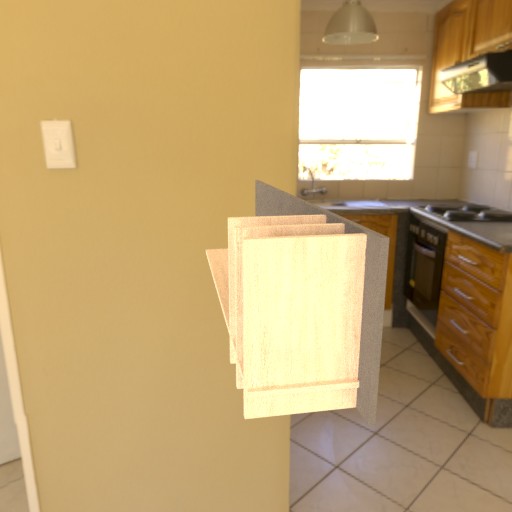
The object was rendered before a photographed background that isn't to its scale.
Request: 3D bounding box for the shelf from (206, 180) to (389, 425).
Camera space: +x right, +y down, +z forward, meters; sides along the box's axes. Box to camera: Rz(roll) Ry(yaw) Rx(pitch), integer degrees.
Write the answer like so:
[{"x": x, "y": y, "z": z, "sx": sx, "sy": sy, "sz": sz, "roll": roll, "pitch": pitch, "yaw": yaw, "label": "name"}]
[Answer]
[{"x": 0.000, "y": 0.000, "z": 1.128, "sx": 0.200, "sy": 0.300, "sz": 1.020, "roll": -3, "pitch": 14, "yaw": -10, "label": "shelf"}]
